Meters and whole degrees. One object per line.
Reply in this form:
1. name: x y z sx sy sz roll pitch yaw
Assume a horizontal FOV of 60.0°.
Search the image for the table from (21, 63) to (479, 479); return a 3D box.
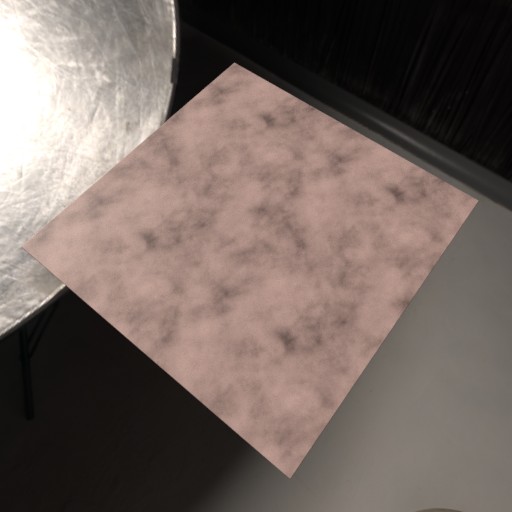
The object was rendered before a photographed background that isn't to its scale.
1. table: 0.000 0.000 1.047 0.670 0.305 0.670 35 69 16
